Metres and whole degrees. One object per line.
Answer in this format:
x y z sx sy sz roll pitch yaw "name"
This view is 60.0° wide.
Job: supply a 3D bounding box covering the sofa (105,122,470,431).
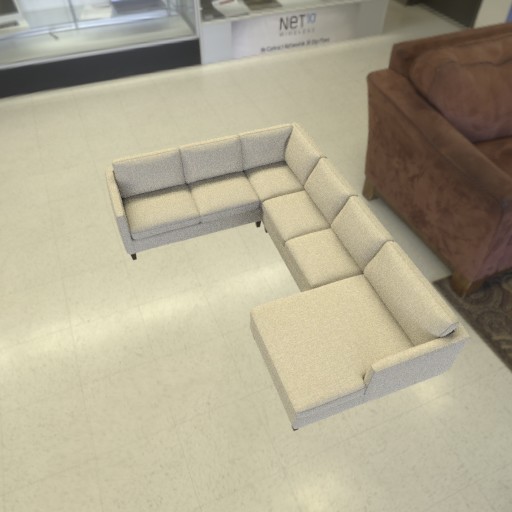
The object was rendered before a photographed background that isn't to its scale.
0.000 0.000 4.569 2.551 0.889 3.403 -16 50 -14 "sofa"
